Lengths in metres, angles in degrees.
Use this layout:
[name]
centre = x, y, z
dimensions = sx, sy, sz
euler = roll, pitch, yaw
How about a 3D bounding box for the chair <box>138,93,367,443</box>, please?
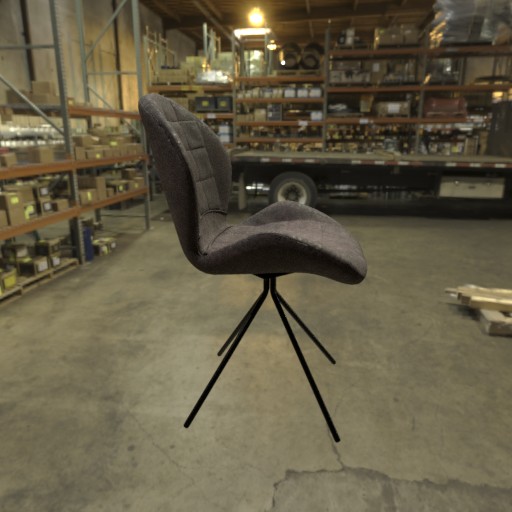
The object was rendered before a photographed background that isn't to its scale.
[chair]
centre = 0.000, 0.000, 1.347
dimensions = 0.640, 0.934, 0.527
euler = 2, 16, 8
